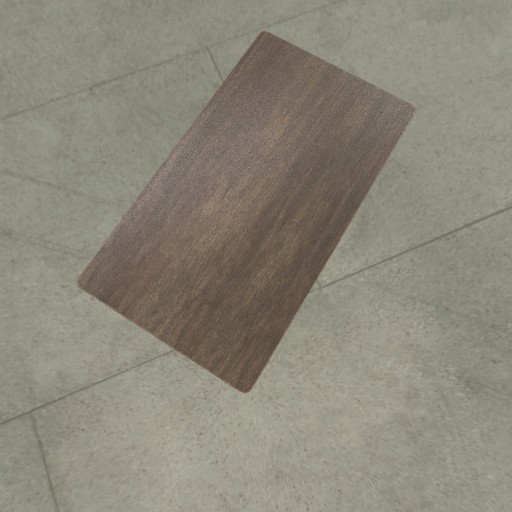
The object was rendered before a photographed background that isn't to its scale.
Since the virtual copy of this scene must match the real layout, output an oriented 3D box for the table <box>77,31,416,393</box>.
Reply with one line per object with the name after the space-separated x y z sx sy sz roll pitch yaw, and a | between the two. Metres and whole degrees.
0.000 0.000 0.889 0.254 0.637 0.450 31 77 8 | table
